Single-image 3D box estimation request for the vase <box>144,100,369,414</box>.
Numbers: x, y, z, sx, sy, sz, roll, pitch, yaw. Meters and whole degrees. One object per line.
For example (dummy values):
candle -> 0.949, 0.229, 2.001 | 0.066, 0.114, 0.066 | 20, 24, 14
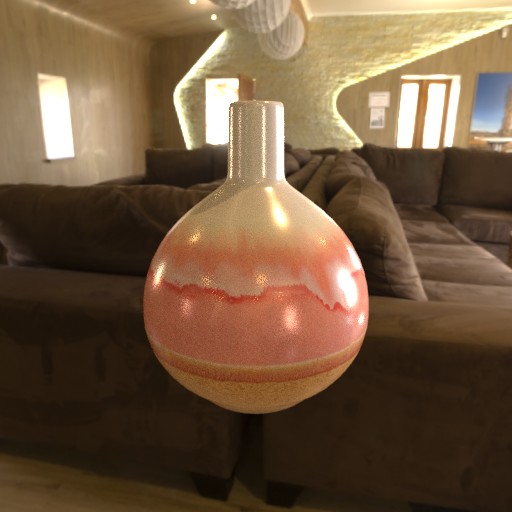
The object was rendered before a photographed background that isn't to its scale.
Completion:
vase -> 0.000, 0.000, 0.269 | 0.137, 0.176, 0.137 | 0, 16, 0
